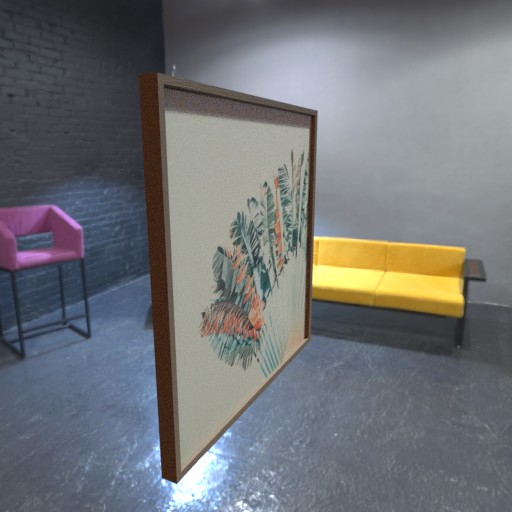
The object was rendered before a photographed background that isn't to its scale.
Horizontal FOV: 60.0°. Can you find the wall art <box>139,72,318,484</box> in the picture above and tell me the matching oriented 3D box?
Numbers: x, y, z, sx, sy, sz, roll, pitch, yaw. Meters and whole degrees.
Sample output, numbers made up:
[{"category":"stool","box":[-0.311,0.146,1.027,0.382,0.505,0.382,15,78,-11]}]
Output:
[{"category":"wall art","box":[0.000,0.000,1.124,0.038,0.758,0.761,7,15,26]}]
